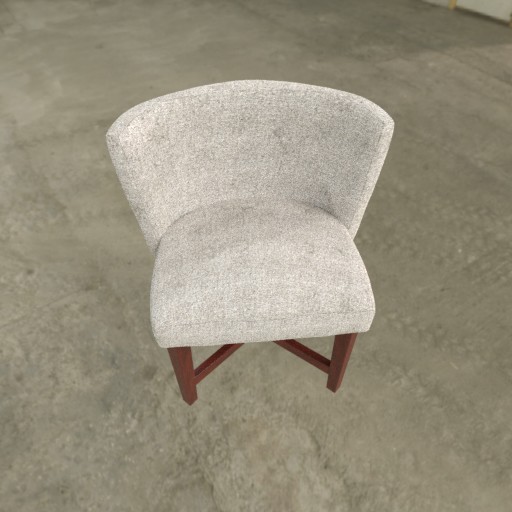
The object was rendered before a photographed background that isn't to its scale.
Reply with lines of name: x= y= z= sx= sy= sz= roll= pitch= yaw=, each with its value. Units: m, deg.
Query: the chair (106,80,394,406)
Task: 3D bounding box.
chair: x=0.000 y=0.000 z=1.320 sx=0.728 sy=0.827 sz=0.575 roll=-4 pitch=46 yaw=-4
